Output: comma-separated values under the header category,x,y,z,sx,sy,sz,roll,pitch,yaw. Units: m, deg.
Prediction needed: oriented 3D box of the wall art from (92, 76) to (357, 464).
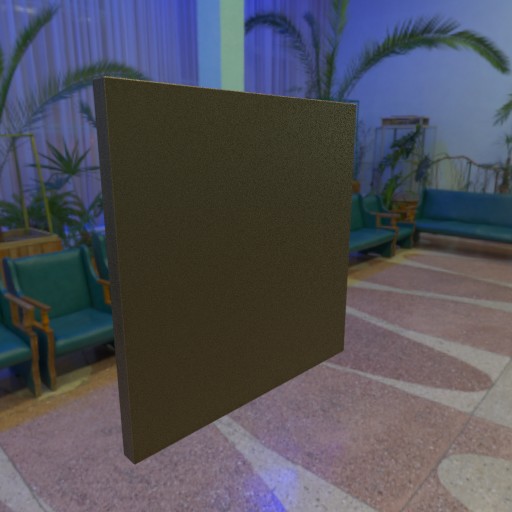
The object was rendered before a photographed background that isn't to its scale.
category,x,y,z,sx,sy,sz,roll,pitch,yaw
wall art,0.000,0.000,0.736,0.503,0.506,0.031,-13,19,-43
